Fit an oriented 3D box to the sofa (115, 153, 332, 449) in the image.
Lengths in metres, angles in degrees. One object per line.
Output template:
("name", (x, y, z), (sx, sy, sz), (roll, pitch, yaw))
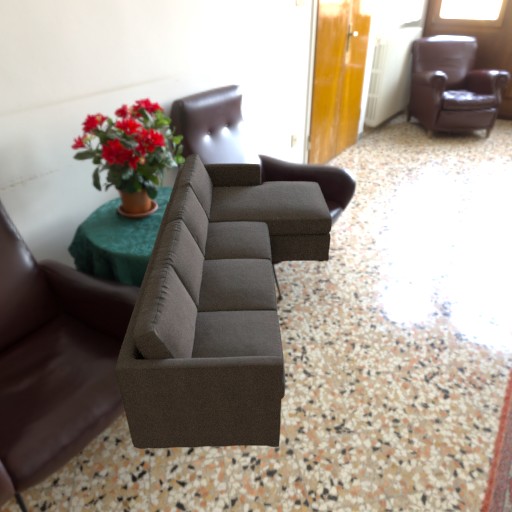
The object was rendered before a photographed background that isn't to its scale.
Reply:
("sofa", (0.000, 0.000, 3.915), (1.650, 0.922, 3.205), (-1, 32, -2))
